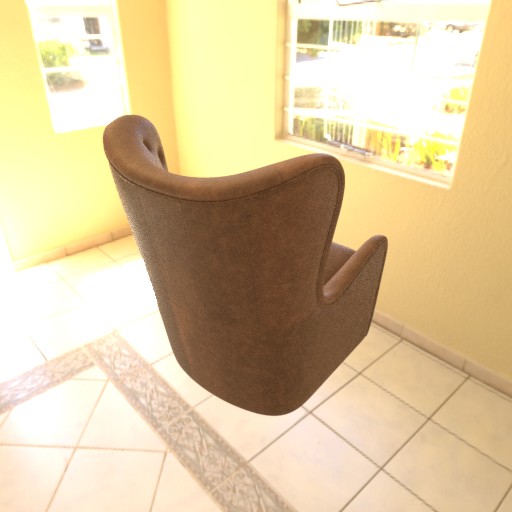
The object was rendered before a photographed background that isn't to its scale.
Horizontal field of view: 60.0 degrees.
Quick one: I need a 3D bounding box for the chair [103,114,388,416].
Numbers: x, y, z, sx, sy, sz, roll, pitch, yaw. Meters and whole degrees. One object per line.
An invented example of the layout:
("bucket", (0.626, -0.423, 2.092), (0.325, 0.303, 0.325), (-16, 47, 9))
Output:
("chair", (0.000, 0.000, 1.770), (0.831, 1.079, 0.930), (21, 36, 32))
